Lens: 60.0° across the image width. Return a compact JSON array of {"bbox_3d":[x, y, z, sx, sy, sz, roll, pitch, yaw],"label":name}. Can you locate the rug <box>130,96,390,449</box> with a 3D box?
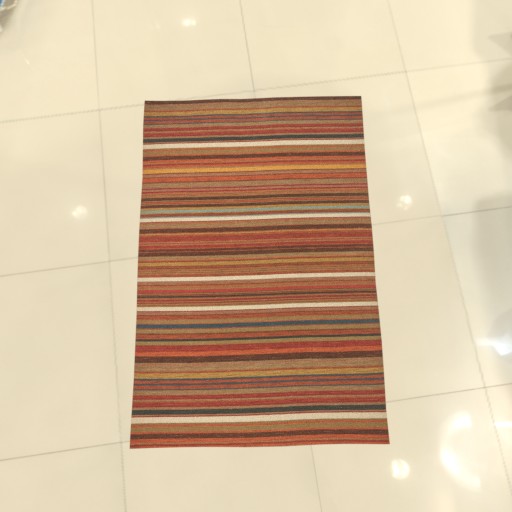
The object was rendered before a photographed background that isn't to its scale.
[{"bbox_3d":[0.000,0.000,2.275,1.217,0.007,1.828,-1,77,0],"label":"rug"}]
